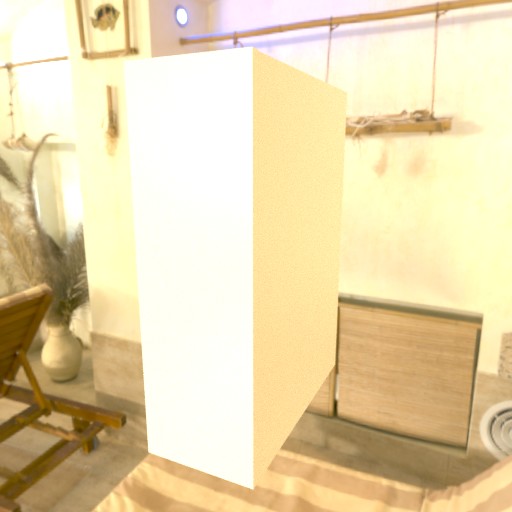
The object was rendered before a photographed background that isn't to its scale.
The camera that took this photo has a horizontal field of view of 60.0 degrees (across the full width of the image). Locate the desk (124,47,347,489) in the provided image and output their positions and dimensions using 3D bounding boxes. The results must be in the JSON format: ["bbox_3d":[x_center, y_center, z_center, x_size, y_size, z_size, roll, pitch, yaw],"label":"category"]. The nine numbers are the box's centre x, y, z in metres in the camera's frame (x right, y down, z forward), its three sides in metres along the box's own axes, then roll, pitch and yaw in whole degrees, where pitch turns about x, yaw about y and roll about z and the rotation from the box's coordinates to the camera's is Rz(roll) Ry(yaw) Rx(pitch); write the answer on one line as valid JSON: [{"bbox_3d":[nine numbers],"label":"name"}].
[{"bbox_3d":[0.000,0.000,1.592,0.390,1.190,0.850,6,15,25],"label":"desk"}]
